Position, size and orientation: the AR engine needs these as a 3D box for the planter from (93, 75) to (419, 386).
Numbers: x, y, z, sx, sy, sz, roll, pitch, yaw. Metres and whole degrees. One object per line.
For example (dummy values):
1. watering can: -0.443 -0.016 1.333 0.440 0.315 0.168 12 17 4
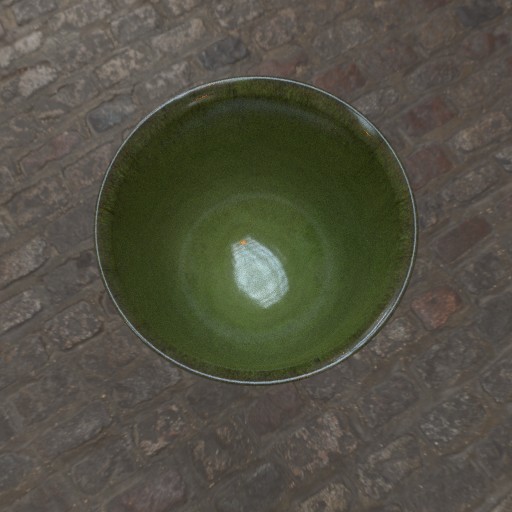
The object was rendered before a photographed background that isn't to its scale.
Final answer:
1. planter: 0.000 0.000 0.492 0.266 0.270 0.266 0 76 0
